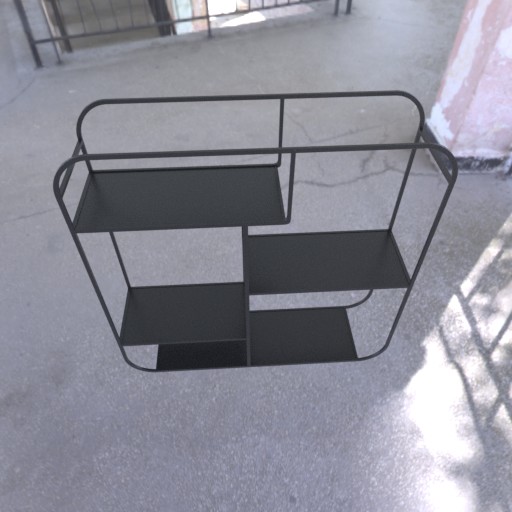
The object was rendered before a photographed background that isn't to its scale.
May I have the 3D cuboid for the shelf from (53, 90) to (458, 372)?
[{"bbox_3d":[0.000,0.000,0.886,0.600,0.600,0.160,-3,47,-2],"label":"shelf"}]
